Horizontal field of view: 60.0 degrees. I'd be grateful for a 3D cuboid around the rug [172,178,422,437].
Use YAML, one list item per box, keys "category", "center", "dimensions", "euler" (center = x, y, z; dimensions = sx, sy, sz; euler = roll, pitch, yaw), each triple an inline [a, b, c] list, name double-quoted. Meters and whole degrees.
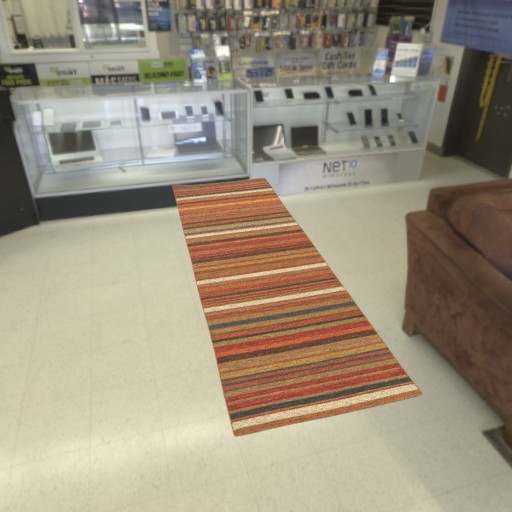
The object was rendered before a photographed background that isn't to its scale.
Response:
- category: "rug"
  center: [0.000, 0.000, 2.745]
  dimensions: [0.799, 0.030, 2.444]
  euler: [-8, 33, -12]
